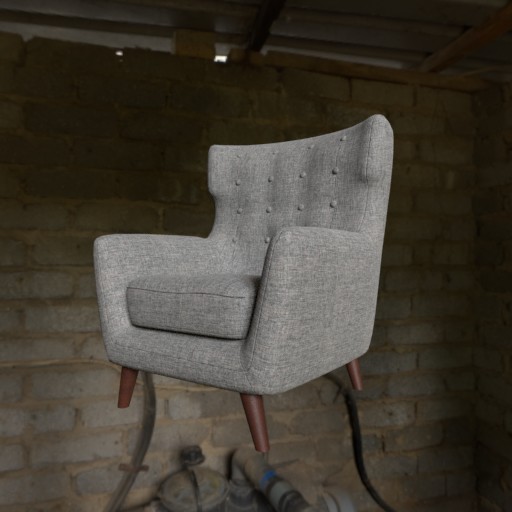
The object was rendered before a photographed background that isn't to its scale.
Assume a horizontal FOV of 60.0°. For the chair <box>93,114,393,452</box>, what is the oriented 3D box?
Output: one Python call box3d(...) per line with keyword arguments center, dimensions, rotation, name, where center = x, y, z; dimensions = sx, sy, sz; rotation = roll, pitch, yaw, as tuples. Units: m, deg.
box3d(center=(0.000, 0.000, 1.712), dimensions=(0.878, 1.063, 0.904), rotation=(0, 0, 35), name="chair")
